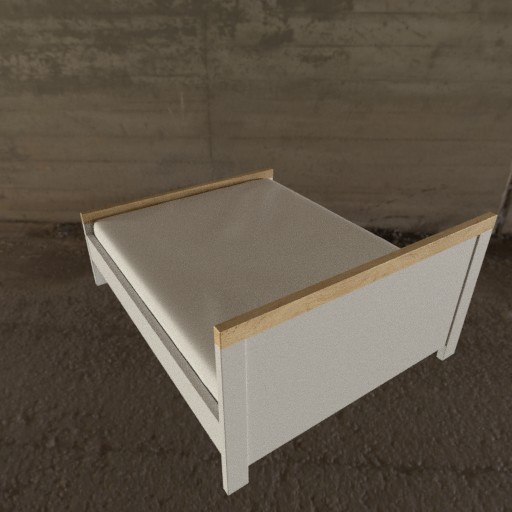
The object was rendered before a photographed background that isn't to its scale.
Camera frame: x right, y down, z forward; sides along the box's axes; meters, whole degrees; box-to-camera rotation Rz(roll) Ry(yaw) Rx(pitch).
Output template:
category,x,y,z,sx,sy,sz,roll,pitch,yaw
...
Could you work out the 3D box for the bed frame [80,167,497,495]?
category,x,y,z,sx,sy,sz,roll,pitch,yaw
bed frame,0.000,0.000,2.903,1.670,0.980,2.050,-19,36,-28
